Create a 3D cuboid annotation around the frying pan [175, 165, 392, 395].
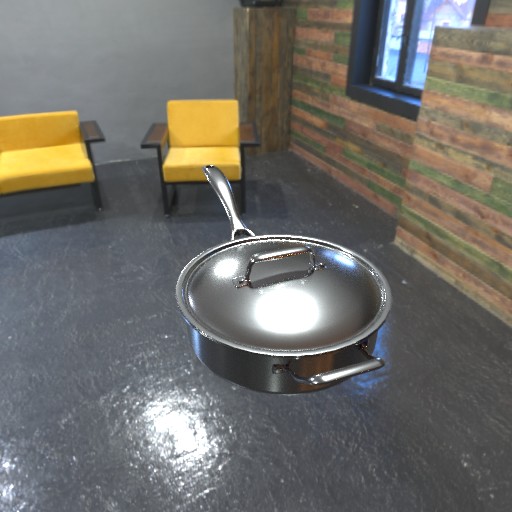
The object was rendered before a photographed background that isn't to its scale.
[{"bbox_3d":[0.000,0.000,0.591,0.245,0.111,0.492,-11,32,-18],"label":"frying pan"}]
